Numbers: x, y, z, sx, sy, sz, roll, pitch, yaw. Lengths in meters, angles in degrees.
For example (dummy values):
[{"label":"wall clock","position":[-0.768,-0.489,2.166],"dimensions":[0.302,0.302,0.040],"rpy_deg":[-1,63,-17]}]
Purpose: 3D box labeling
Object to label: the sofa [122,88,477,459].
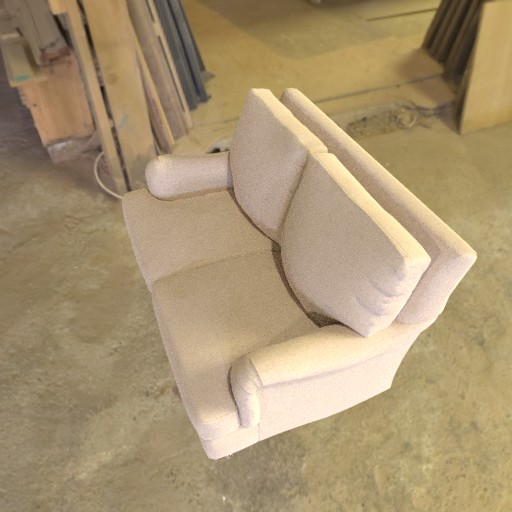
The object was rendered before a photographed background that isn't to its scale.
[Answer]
[{"label":"sofa","position":[0.000,0.000,2.168],"dimensions":[1.087,1.048,1.508],"rpy_deg":[-16,47,-16]}]
